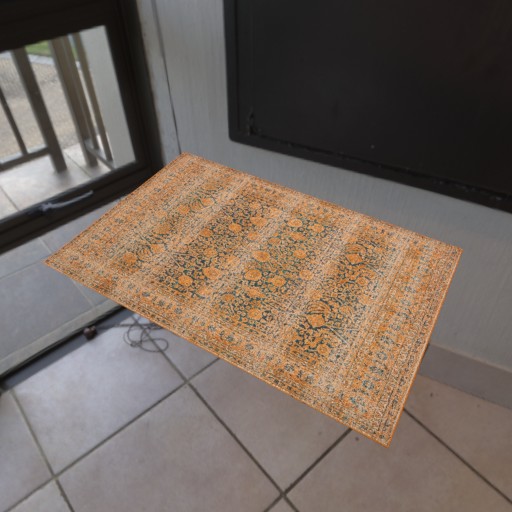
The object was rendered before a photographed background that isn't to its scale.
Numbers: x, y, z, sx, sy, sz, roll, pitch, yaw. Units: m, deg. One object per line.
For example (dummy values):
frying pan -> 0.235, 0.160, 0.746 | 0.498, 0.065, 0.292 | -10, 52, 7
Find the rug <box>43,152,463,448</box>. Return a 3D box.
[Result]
rug -> 0.000, 0.000, 2.939 | 2.336, 0.007, 1.525 | 23, 50, 21
